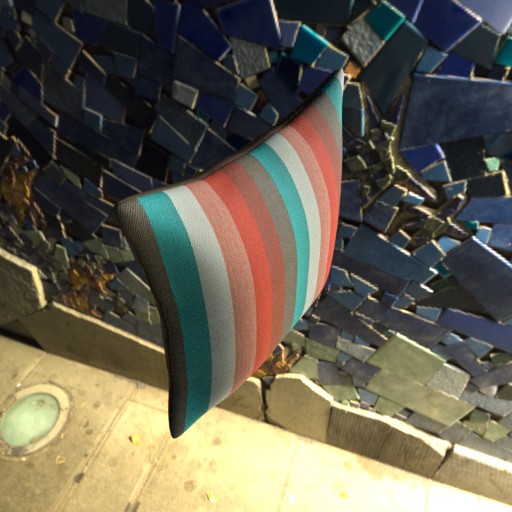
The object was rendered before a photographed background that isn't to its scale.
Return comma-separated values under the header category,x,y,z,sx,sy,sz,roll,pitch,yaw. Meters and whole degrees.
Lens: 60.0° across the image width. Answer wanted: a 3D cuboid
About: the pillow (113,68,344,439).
category,x,y,z,sx,sy,sz,roll,pitch,yaw
pillow,0.000,0.000,0.685,0.168,0.443,0.453,25,46,26
